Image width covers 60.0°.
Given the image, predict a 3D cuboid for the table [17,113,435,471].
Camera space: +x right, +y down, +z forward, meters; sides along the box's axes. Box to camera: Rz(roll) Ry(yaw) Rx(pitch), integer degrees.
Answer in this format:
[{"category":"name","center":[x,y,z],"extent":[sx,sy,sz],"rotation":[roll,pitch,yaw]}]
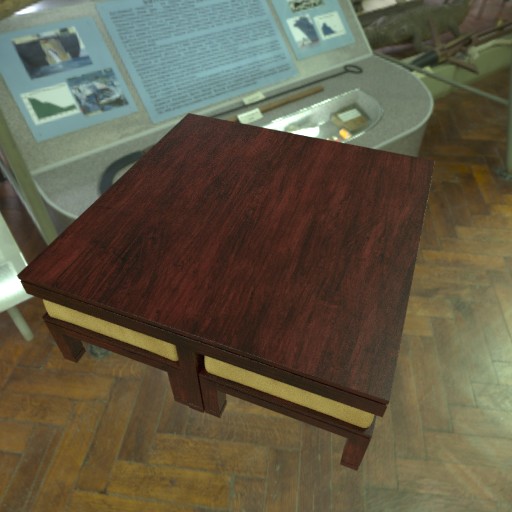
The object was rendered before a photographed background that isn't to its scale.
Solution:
[{"category":"table","center":[0.000,0.000,1.337],"extent":[0.865,0.356,0.865],"rotation":[15,47,15]}]
